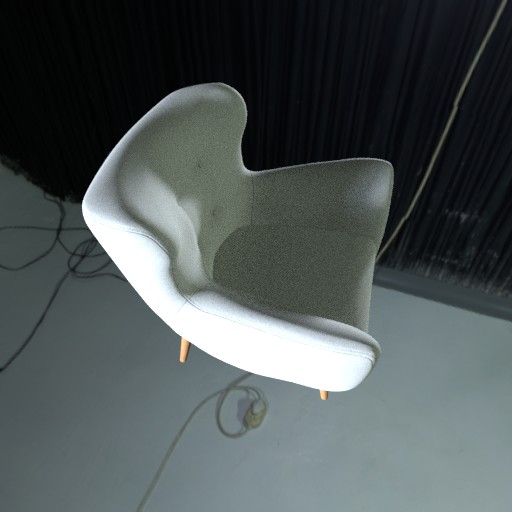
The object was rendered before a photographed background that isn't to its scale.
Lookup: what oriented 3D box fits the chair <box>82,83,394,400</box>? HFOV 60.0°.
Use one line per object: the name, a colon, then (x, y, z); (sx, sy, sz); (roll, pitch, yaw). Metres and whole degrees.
chair: (0.000, 0.000, 1.588); (0.889, 0.889, 0.890); (11, 48, 10)
